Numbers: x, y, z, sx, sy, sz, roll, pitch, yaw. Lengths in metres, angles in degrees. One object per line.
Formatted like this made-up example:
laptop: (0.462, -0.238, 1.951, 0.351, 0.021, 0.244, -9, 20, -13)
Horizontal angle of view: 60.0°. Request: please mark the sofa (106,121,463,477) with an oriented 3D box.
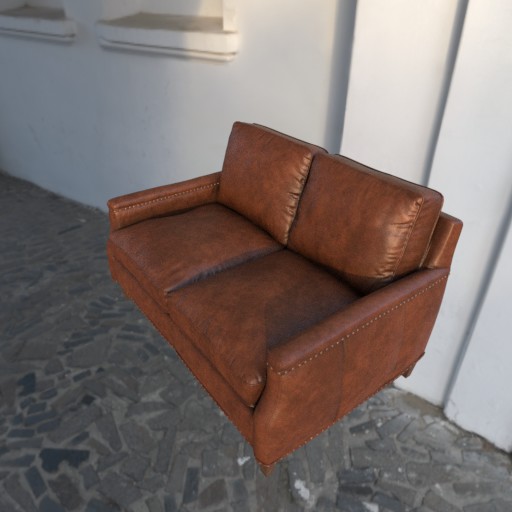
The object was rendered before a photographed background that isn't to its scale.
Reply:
sofa: (0.000, 0.000, 2.280, 1.083, 1.003, 1.628, -21, 38, -30)
